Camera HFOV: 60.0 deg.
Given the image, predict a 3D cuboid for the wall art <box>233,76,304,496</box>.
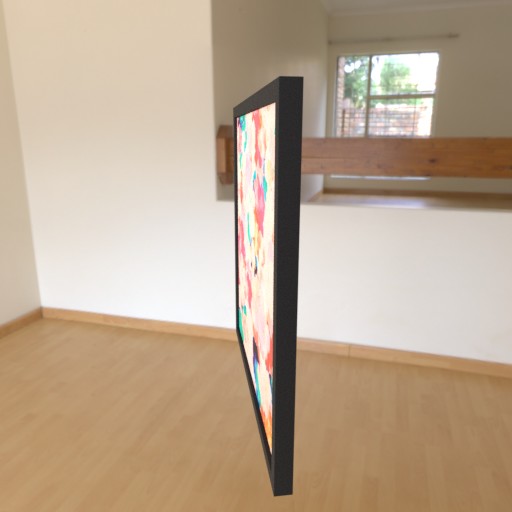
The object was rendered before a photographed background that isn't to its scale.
[{"bbox_3d":[0.000,0.000,0.451,0.015,0.304,0.306,-2,15,-8],"label":"wall art"}]
